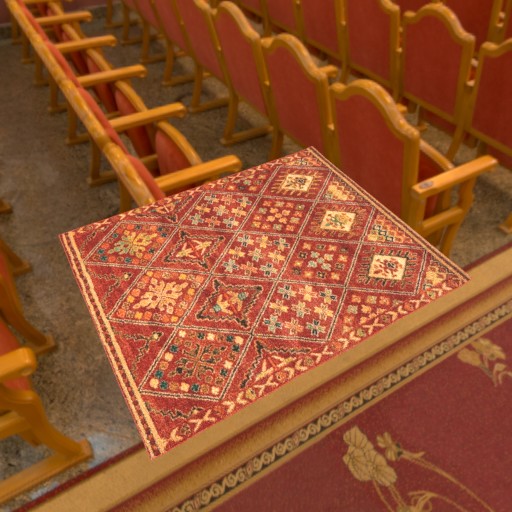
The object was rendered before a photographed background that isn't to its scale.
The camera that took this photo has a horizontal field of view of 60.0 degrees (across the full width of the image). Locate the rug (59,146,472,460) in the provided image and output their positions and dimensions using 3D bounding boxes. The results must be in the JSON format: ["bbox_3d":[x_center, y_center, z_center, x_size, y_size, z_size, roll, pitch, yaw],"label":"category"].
[{"bbox_3d":[0.000,0.000,4.182,3.086,0.030,2.489,-23,51,-21],"label":"rug"}]
